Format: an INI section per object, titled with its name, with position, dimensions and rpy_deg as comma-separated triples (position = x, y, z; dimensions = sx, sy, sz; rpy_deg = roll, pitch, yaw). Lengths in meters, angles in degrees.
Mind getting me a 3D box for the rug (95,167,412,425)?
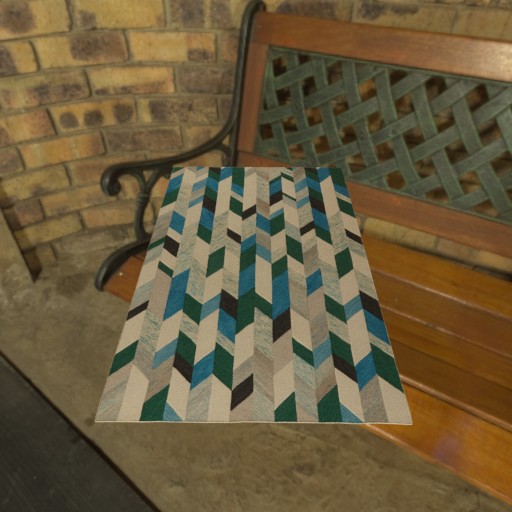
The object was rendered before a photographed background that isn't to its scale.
[rug]
position = 0.000, 0.000, 3.015
dimensions = 1.507, 0.007, 2.433
rpy_deg = 0, 40, 0
